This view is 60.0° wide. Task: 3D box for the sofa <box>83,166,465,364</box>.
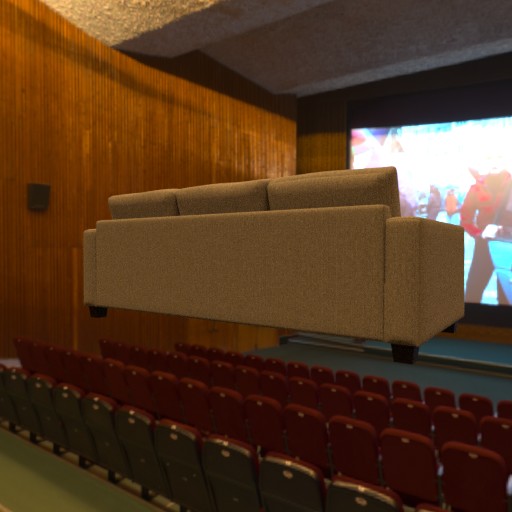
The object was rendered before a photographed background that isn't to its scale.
[{"bbox_3d":[0.000,0.000,2.610,2.120,0.800,0.900,1,1,35],"label":"sofa"}]
